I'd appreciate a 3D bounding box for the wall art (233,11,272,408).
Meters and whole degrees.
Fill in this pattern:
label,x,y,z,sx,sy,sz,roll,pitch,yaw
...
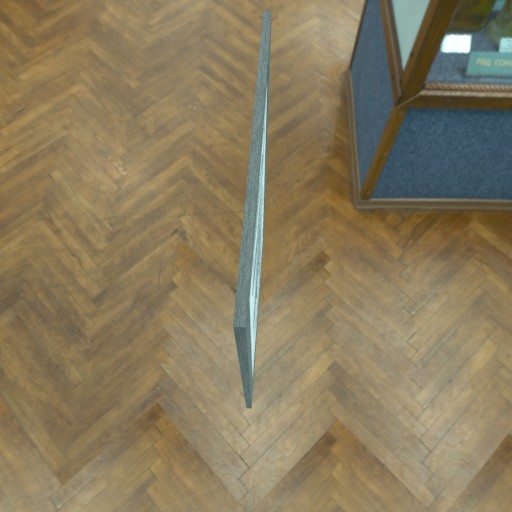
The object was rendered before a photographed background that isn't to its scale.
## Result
label,x,y,z,sx,sy,sz,roll,pitch,yaw
wall art,0.000,0.000,1.361,0.020,1.070,0.768,4,64,2
